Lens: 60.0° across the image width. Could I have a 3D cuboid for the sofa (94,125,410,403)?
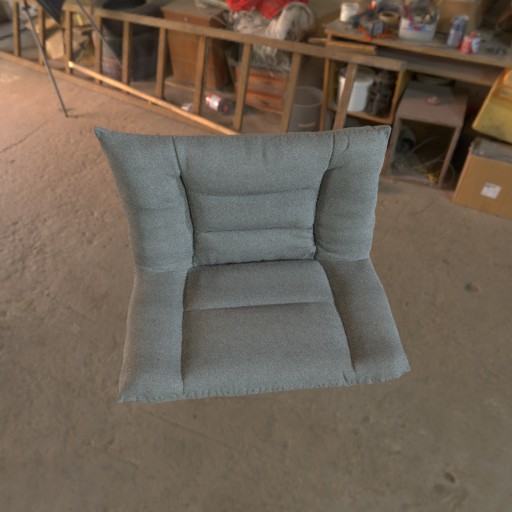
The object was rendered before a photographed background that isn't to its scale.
[{"bbox_3d":[0.000,0.000,1.724,1.144,0.795,0.847,-4,46,-3],"label":"sofa"}]
